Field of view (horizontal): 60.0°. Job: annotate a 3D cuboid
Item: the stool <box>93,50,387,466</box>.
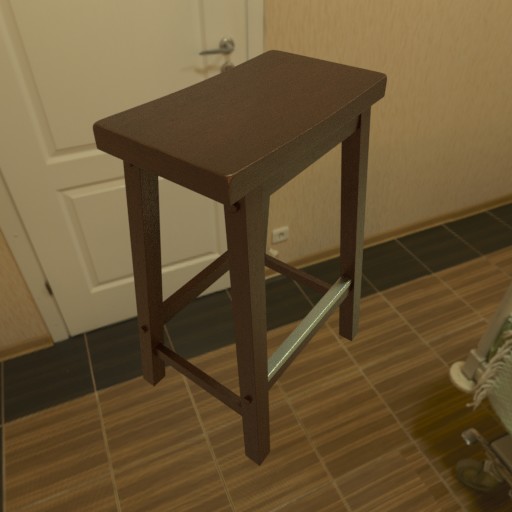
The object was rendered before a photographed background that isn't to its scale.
[{"bbox_3d":[0.000,0.000,0.838,0.322,0.610,0.406,26,47,27],"label":"stool"}]
